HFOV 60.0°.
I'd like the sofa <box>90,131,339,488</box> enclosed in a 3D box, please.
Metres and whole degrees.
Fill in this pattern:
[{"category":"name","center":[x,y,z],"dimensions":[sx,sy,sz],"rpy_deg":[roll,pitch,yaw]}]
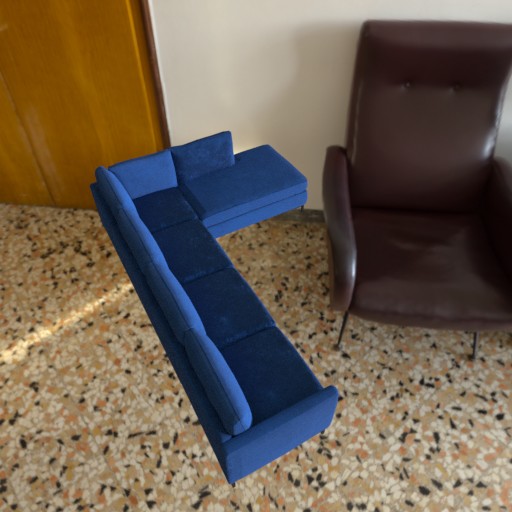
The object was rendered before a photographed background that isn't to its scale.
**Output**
[{"category":"sofa","center":[0.000,0.000,3.218],"dimensions":[1.707,0.687,2.486],"rpy_deg":[-22,50,-20]}]
